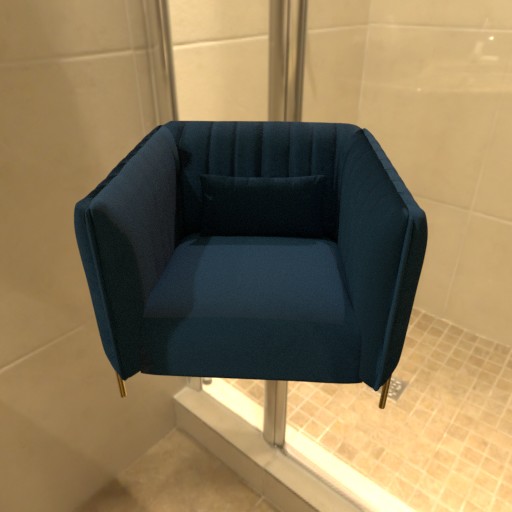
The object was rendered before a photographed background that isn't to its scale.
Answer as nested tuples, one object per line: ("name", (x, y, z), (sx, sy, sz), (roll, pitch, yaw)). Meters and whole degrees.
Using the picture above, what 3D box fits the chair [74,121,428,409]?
("chair", (0.000, 0.000, 1.620), (0.947, 0.793, 0.877), (2, 31, 3))
